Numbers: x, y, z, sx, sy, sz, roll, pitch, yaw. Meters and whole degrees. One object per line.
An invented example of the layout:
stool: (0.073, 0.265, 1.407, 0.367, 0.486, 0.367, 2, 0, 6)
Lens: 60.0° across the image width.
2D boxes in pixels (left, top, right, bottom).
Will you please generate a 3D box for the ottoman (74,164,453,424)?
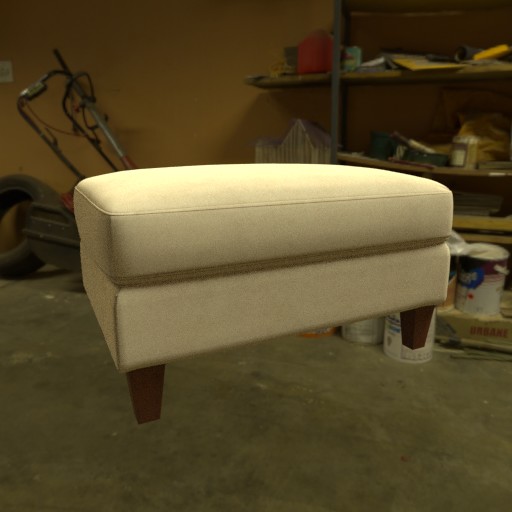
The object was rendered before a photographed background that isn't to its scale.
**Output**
ottoman: (0.000, 0.000, 1.198, 0.864, 0.483, 0.584, -7, 16, -26)
